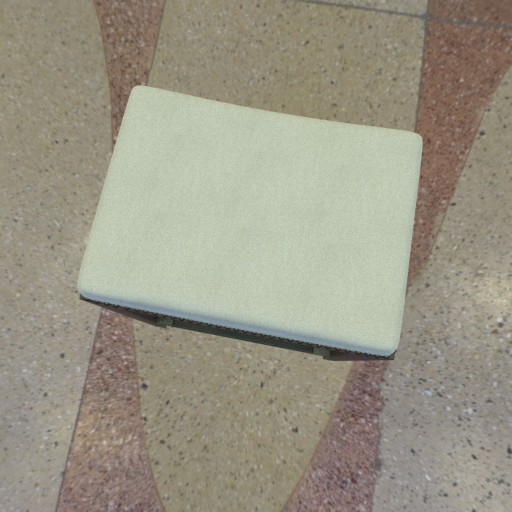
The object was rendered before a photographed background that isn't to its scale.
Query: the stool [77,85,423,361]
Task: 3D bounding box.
[{"bbox_3d":[0.000,0.000,0.955,0.500,0.642,0.361,11,78,2],"label":"stool"}]
